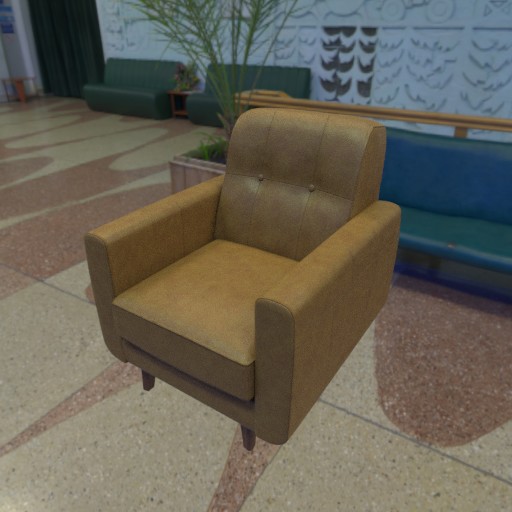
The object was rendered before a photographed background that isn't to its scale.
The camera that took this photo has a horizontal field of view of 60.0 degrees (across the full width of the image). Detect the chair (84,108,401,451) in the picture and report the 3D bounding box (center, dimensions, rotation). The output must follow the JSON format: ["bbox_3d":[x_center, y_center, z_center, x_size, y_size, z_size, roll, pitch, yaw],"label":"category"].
[{"bbox_3d":[0.000,0.000,1.692,0.845,0.968,0.942,17,32,30],"label":"chair"}]
